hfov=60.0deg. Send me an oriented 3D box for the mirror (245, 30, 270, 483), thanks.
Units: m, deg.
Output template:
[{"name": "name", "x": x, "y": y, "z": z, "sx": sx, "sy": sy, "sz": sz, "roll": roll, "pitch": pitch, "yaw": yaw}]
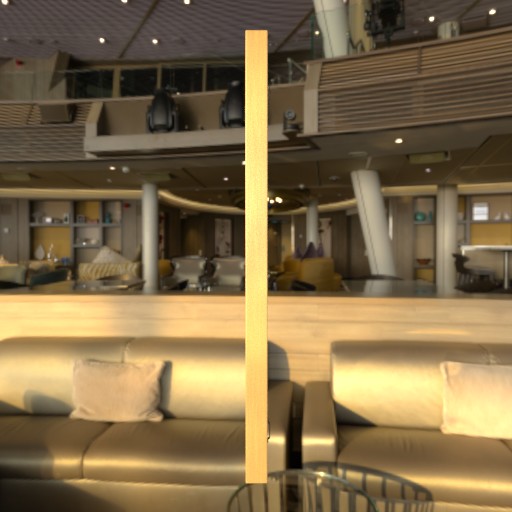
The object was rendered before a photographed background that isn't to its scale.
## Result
[{"name": "mirror", "x": 0.000, "y": 0.000, "z": 0.948, "sx": 0.039, "sy": 0.710, "sz": 0.507, "roll": 0, "pitch": 1, "yaw": -1}]
